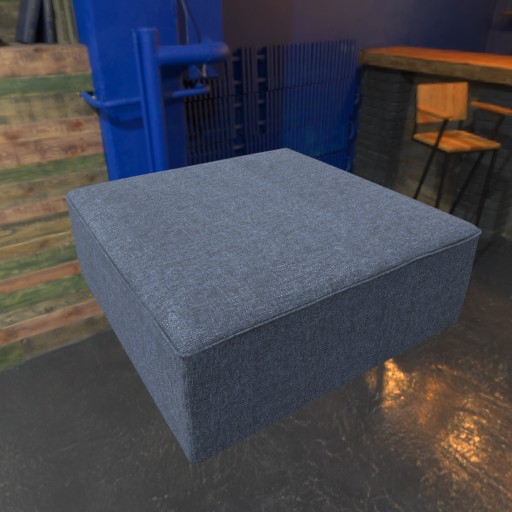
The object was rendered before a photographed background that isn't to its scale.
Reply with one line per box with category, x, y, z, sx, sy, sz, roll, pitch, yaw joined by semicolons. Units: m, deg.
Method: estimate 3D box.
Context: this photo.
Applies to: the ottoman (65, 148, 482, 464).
ottoman;0.000;0.000;1.542;1.017;0.423;1.023;-18;34;-28
